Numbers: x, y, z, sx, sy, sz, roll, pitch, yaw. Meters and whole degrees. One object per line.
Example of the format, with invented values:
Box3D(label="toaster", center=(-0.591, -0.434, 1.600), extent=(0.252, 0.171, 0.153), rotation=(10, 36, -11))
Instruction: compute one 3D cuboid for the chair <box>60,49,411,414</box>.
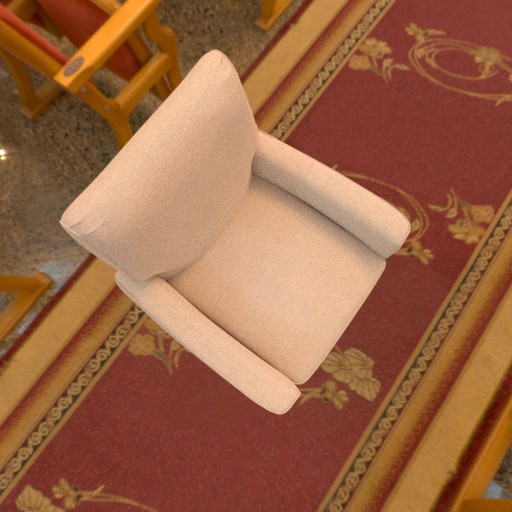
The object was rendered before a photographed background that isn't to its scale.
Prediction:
Box3D(label="chair", center=(0.000, 0.000, 1.646), extent=(0.858, 1.023, 0.841), rotation=(36, 79, 8))
